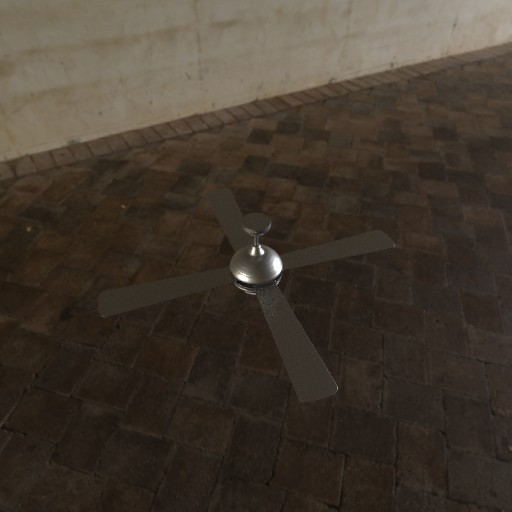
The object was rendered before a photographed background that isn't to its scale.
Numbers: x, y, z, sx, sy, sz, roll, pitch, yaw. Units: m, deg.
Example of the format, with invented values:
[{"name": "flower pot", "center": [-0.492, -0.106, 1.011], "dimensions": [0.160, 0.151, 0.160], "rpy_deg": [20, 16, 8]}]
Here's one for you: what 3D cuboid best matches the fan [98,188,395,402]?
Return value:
[{"name": "fan", "center": [0.000, 0.000, 1.957], "dimensions": [1.321, 0.381, 1.321], "rpy_deg": [1, 41, 1]}]
